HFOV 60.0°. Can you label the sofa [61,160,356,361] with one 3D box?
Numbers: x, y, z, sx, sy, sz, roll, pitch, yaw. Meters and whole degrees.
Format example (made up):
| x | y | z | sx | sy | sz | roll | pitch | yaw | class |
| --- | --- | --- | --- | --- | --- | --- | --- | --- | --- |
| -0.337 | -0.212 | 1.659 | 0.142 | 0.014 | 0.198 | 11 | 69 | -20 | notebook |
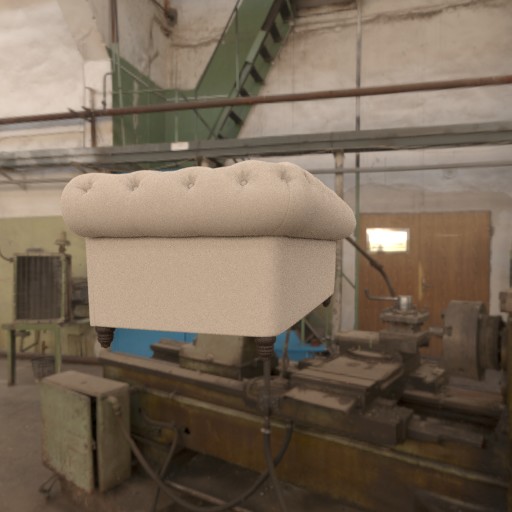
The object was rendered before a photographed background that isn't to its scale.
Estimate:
| x | y | z | sx | sy | sz | roll | pitch | yaw | class |
| --- | --- | --- | --- | --- | --- | --- | --- | --- | --- |
| 0.000 | 0.000 | 2.509 | 0.986 | 0.764 | 1.998 | 0 | 1 | 17 | sofa |
